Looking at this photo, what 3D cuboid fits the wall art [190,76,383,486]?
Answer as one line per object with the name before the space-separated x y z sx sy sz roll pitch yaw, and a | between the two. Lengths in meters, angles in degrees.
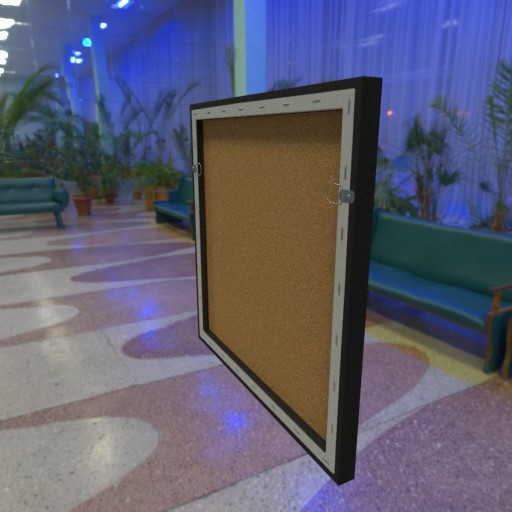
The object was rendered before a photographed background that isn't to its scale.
wall art | 0.000 0.000 1.108 0.044 0.758 0.758 -8 17 -27
